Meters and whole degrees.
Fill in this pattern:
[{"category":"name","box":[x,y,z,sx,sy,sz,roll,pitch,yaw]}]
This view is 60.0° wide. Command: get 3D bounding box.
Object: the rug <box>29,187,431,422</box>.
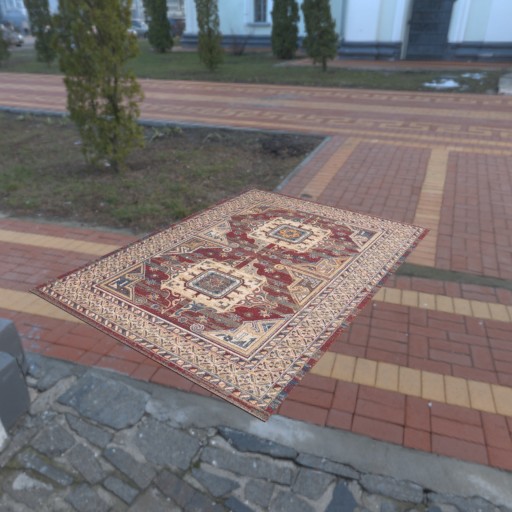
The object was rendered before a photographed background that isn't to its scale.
[{"category":"rug","box":[0.000,0.000,4.238,2.381,0.013,3.197,18,33,31]}]
